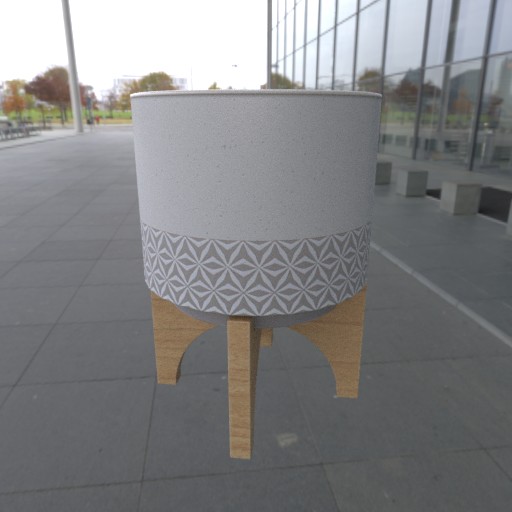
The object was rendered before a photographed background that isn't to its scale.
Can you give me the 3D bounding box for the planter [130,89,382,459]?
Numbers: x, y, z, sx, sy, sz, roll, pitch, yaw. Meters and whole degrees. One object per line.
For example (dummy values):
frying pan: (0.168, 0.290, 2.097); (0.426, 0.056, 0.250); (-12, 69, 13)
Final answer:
planter: (0.000, 0.000, 0.382); (0.188, 0.260, 0.188); (0, 18, 0)
